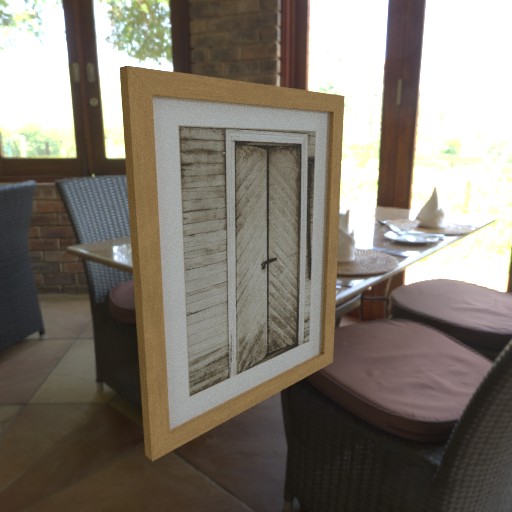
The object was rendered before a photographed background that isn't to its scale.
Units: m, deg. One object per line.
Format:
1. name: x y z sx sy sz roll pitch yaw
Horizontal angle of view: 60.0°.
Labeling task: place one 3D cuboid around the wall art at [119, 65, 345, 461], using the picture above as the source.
1. wall art: 0.000 0.000 0.770 0.460 0.561 0.020 -13 19 -43
